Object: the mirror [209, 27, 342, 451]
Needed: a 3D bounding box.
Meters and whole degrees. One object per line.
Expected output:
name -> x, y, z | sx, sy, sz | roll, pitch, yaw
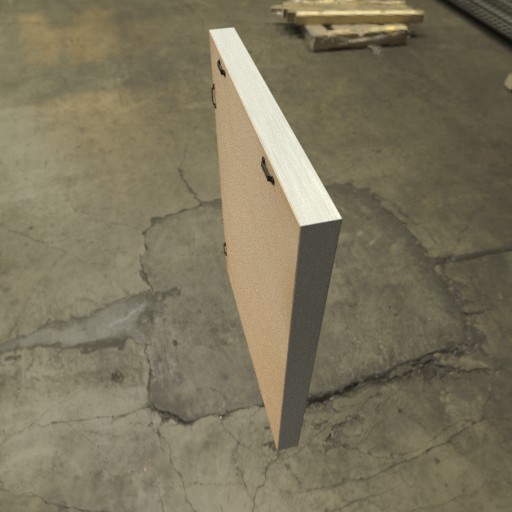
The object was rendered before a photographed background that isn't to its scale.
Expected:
mirror -> 0.000, 0.000, 0.671 | 0.041, 0.508, 0.405 | -11, 49, -10
